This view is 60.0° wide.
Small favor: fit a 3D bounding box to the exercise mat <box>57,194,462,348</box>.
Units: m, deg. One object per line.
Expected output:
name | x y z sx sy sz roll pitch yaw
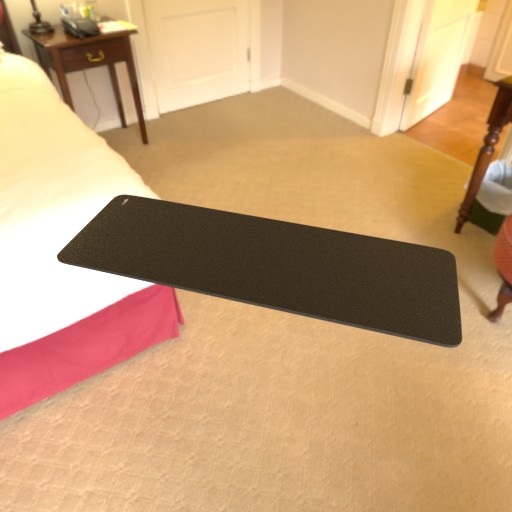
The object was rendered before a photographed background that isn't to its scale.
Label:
exercise mat | 0.000 0.000 2.156 1.869 0.021 0.616 11 42 13
